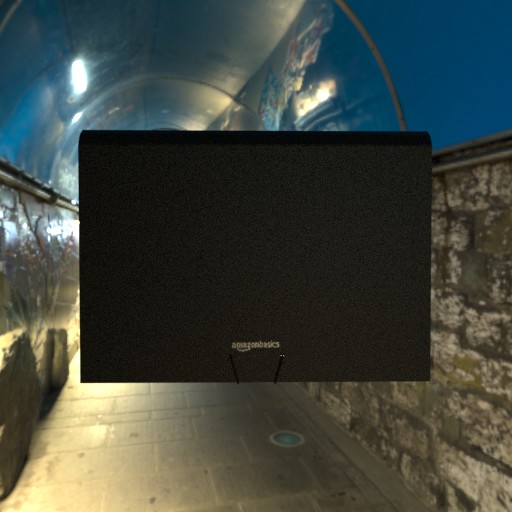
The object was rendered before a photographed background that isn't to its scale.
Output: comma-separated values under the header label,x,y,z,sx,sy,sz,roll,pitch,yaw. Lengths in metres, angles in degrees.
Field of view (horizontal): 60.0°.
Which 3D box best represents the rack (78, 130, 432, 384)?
label,x,y,z,sx,sy,sz,roll,pitch,yaw
rack,0.000,0.000,0.433,0.330,0.241,0.041,0,2,-1
